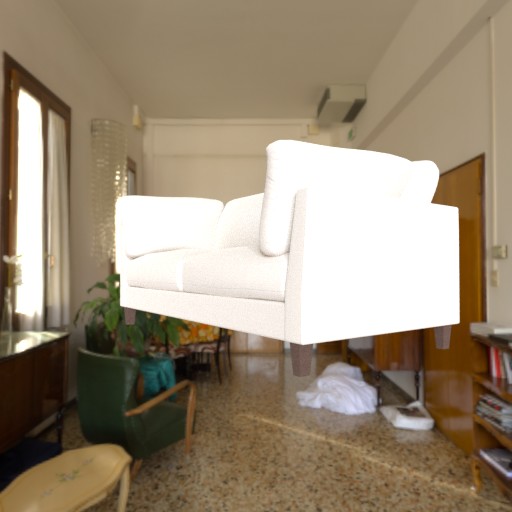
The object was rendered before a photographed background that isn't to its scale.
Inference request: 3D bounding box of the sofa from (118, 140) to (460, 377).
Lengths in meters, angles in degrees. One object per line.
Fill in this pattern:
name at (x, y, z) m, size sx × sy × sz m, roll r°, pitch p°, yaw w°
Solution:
sofa at (0.000, 0.000, 2.367) m, size 0.970 × 0.836 × 1.776 m, roll 1°, pitch -2°, yaw -36°
